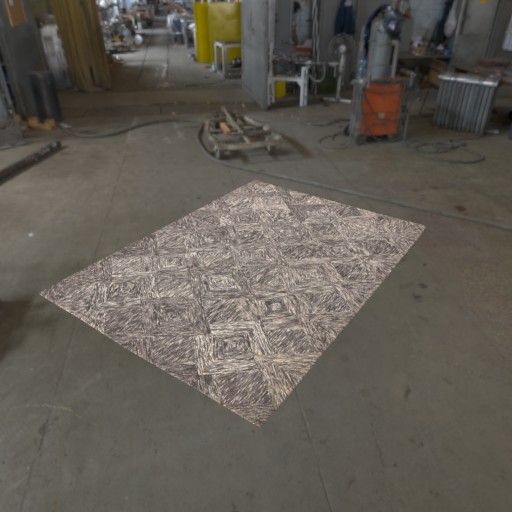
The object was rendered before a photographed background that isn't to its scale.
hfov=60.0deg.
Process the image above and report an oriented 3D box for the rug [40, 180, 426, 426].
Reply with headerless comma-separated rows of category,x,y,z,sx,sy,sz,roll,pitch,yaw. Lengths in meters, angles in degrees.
rug,0.000,0.000,5.534,2.997,0.020,4.093,20,37,30
